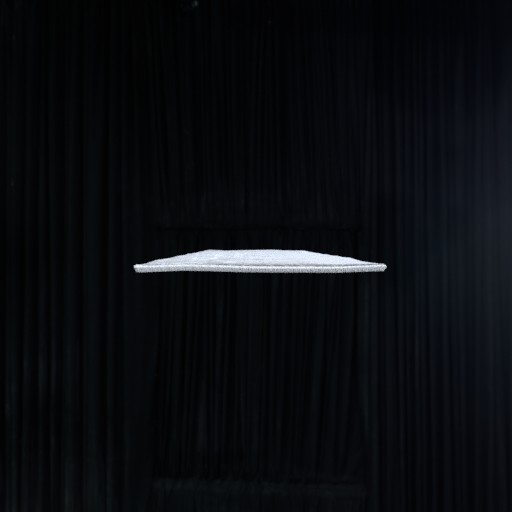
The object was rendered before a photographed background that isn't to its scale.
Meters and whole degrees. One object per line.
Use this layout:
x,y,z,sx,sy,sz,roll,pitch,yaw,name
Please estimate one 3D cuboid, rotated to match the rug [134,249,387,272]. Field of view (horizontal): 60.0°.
0.000,0.000,2.637,0.832,0.035,2.381,0,2,-1,rug
